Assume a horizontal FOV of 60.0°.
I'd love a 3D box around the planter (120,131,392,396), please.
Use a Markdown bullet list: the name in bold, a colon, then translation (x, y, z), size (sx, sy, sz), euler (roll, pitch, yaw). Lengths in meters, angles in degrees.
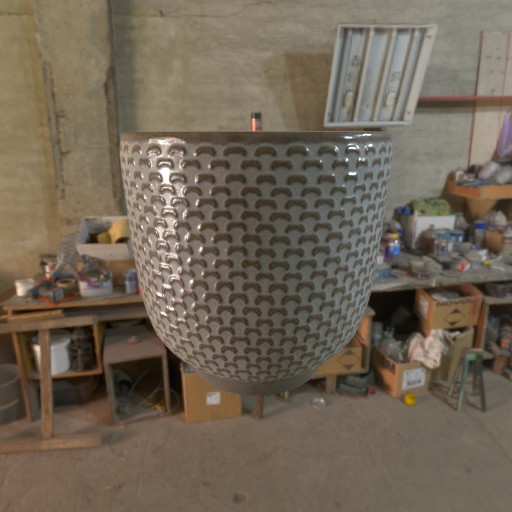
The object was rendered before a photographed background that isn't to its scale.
- **planter**: translation (0.000, 0.000, 0.355), size (0.197, 0.191, 0.197), euler (0, 15, 0)
